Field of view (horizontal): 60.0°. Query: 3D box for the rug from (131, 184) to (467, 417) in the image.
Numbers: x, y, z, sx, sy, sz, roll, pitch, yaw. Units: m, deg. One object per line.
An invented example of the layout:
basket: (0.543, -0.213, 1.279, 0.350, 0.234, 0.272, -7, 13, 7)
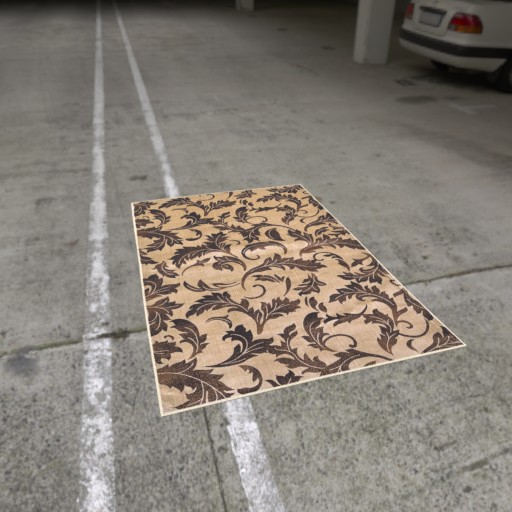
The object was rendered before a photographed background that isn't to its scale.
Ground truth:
rug: (0.000, 0.000, 2.964, 1.522, 0.008, 2.284, -9, 32, -14)
